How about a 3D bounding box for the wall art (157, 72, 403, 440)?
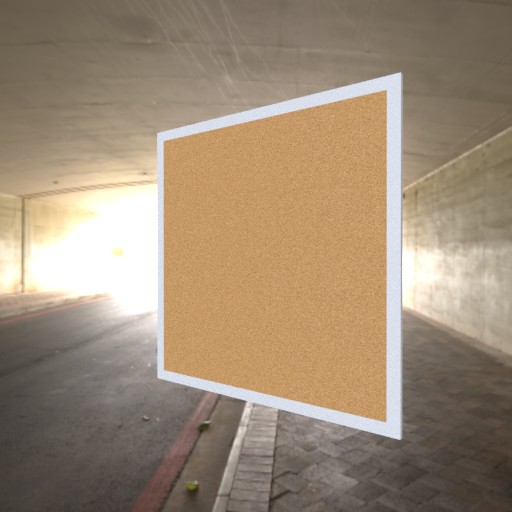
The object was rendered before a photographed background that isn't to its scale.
[{"bbox_3d":[0.000,0.000,1.230,0.812,0.813,0.013,0,0,37],"label":"wall art"}]
